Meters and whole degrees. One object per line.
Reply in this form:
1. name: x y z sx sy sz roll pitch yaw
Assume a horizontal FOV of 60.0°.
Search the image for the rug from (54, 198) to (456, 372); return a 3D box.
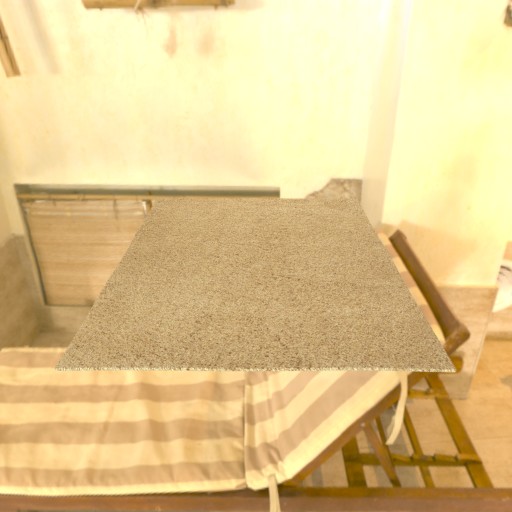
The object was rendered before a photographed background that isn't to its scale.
1. rug: 0.000 0.000 3.981 2.400 0.025 3.000 0 27 0
